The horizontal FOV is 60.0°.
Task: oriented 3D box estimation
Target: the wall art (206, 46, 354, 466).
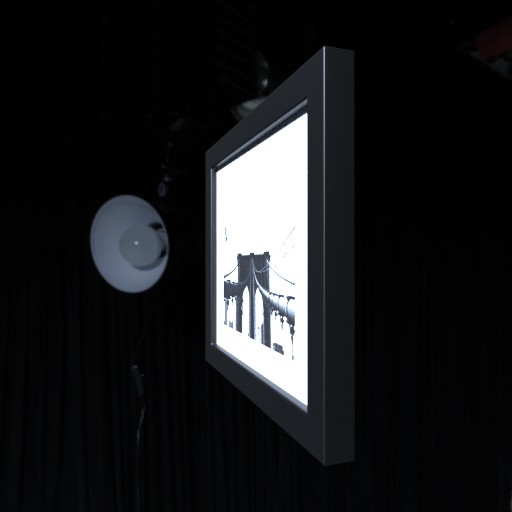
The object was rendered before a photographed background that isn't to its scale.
[{"bbox_3d":[0.000,0.000,0.530,0.028,0.330,0.380,0,0,-21],"label":"wall art"}]
